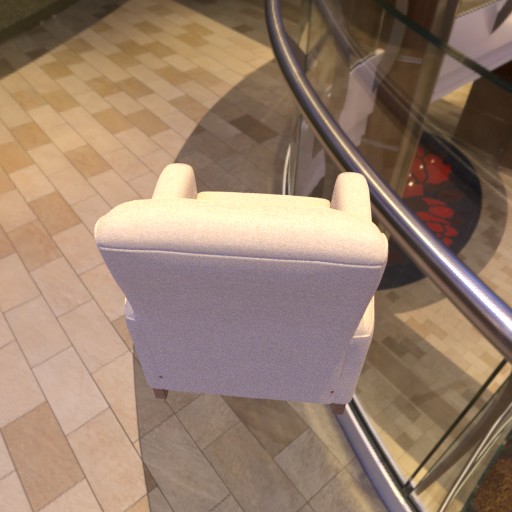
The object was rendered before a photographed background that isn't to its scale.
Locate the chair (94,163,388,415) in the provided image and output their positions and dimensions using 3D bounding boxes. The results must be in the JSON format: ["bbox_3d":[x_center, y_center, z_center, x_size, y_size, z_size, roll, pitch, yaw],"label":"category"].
[{"bbox_3d":[0.000,0.000,1.624,0.841,1.023,0.858,4,46,3],"label":"chair"}]
